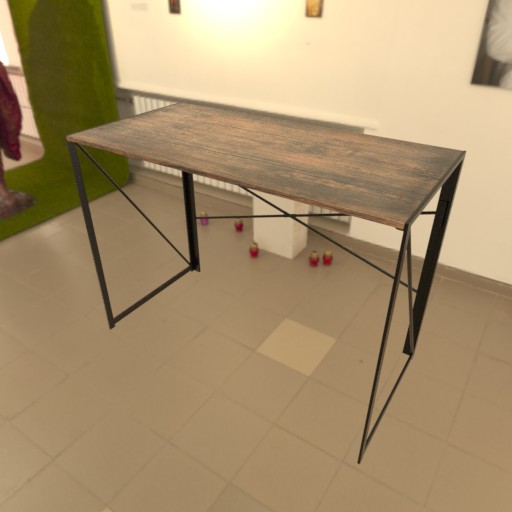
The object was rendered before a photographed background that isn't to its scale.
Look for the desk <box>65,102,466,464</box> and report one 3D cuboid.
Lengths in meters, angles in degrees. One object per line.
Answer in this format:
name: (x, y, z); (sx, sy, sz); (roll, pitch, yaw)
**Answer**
desk: (0.000, 0.000, 1.441); (1.015, 0.747, 0.505); (19, 37, 28)
